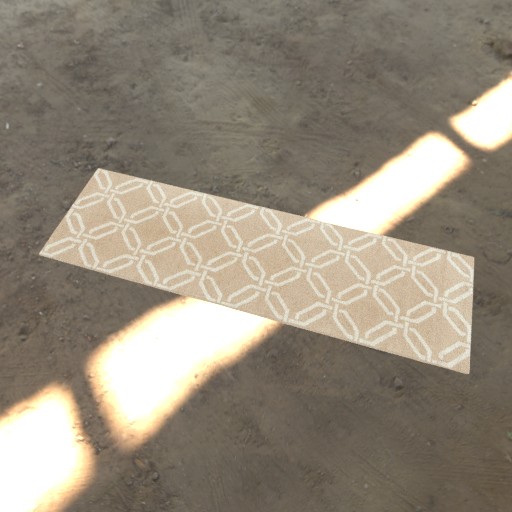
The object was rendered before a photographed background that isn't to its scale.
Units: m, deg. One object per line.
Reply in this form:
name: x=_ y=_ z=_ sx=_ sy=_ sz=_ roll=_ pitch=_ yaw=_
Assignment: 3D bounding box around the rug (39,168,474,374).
rug: x=0.000 y=0.000 z=2.415 sx=2.276 sy=0.014 sz=0.678 roll=14 pitch=58 yaw=9
